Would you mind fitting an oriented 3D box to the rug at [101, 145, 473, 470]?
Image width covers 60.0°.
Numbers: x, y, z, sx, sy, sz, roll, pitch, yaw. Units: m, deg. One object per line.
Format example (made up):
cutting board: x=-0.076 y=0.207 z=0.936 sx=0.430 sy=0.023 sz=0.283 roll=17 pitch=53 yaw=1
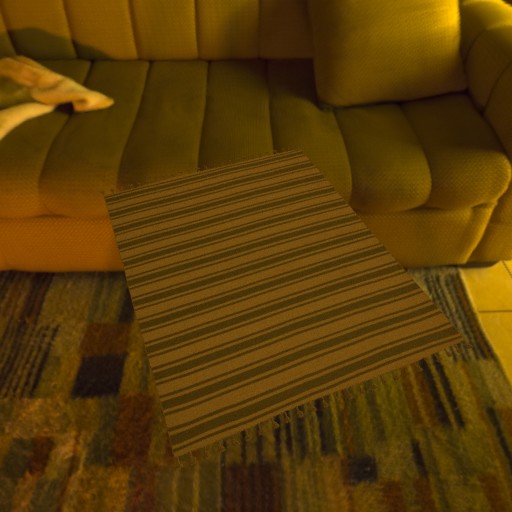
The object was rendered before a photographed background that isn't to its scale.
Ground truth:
rug: x=0.000 y=0.000 z=4.218 sx=2.439 sy=0.005 sz=3.201 roll=-16 pitch=48 yaw=-15
